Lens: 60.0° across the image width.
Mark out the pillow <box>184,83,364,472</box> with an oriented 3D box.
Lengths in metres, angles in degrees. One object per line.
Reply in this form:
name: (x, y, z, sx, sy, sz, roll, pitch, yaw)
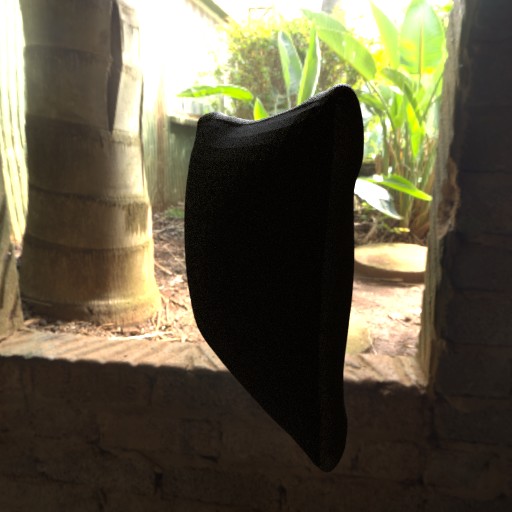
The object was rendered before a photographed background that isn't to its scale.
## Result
pillow: (0.000, 0.000, 0.789, 0.210, 0.523, 0.533, -7, 16, -25)
